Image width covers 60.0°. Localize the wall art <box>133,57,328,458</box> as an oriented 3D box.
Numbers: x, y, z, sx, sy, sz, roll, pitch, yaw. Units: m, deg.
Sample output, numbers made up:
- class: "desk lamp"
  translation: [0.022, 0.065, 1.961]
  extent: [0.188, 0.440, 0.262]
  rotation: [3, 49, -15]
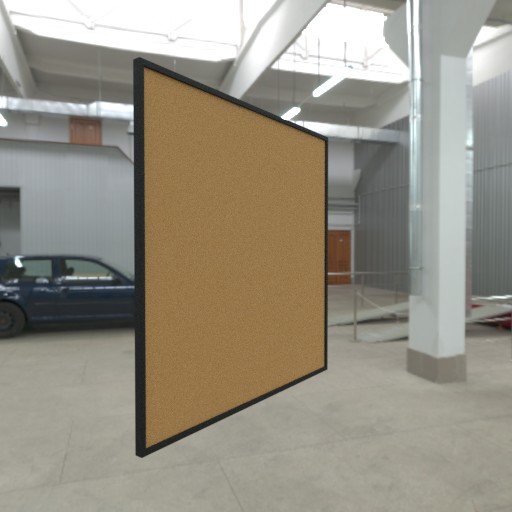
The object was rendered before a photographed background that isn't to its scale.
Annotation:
- class: "wall art"
  translation: [0.000, 0.000, 0.693]
  extent: [0.013, 0.457, 0.458]
  rotation: [1, 1, 37]
